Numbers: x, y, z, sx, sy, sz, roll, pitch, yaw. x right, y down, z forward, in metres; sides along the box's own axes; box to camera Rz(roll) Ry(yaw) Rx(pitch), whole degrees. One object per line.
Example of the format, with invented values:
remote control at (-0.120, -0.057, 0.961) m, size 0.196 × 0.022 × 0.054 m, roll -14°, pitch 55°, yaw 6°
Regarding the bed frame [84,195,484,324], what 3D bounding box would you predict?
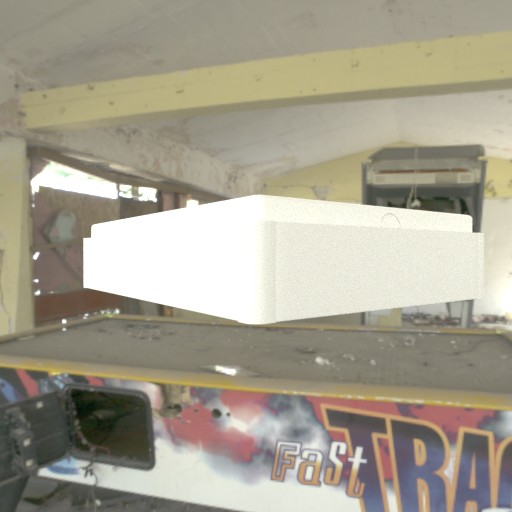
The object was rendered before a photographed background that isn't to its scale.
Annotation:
bed frame at (0.000, 0.000, 2.507) m, size 1.400 × 0.406 × 1.900 m, roll 0°, pitch 0°, yaw -36°
